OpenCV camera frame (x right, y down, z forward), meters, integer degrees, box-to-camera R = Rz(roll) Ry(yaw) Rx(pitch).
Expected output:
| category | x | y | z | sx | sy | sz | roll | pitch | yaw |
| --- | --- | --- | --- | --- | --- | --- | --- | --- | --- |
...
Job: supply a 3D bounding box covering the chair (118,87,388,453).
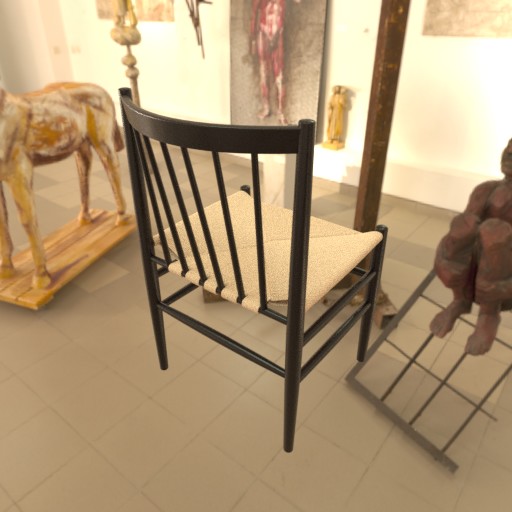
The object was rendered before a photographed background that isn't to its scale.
| category | x | y | z | sx | sy | sz | roll | pitch | yaw |
| --- | --- | --- | --- | --- | --- | --- | --- | --- | --- |
| chair | 0.000 | 0.000 | 1.141 | 0.495 | 0.818 | 0.516 | 22 | 37 | 32 |
